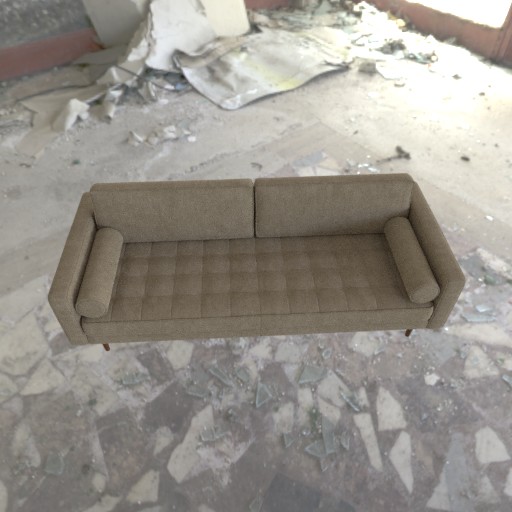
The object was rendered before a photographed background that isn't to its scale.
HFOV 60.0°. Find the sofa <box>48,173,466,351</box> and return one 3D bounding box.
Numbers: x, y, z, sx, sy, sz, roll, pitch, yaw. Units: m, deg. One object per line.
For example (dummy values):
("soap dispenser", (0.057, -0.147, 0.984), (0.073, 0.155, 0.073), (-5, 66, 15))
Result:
("sofa", (0.000, 0.000, 2.721), (2.200, 0.770, 0.919), (-2, 46, -2))
